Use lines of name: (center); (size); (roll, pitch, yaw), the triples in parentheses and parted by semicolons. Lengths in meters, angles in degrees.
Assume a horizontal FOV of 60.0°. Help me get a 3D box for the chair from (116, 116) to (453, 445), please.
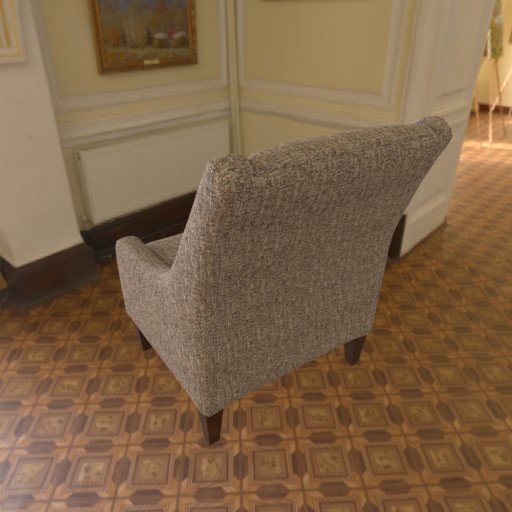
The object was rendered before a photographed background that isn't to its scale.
chair: (0.000, 0.000, 1.580); (0.774, 1.014, 0.870); (-19, 34, -30)
